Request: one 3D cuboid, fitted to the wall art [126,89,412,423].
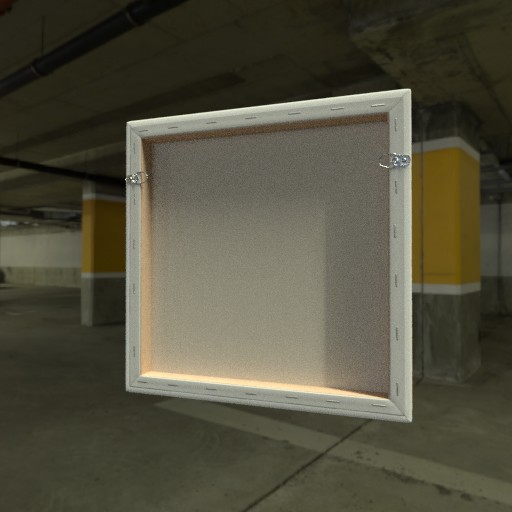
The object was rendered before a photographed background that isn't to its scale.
[{"bbox_3d":[0.000,0.000,0.765,0.507,0.508,0.038,0,-1,19],"label":"wall art"}]
